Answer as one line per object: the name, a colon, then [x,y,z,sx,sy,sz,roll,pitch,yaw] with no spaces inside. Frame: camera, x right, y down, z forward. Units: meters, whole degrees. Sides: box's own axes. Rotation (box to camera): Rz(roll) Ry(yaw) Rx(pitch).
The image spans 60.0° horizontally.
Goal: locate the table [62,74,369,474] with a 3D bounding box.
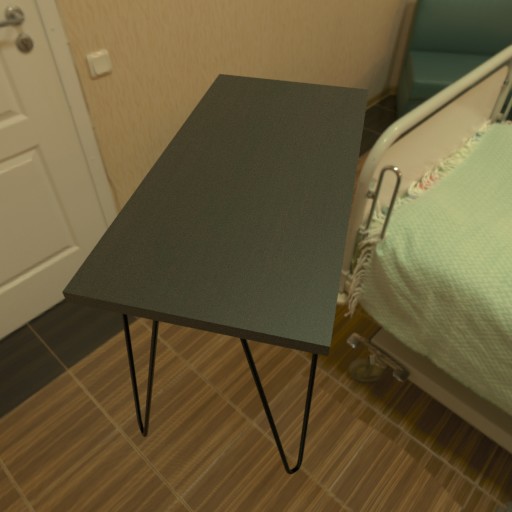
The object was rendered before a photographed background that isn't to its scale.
table: [0.000,0.000,1.354,0.499,0.660,0.991,10,46,10]
